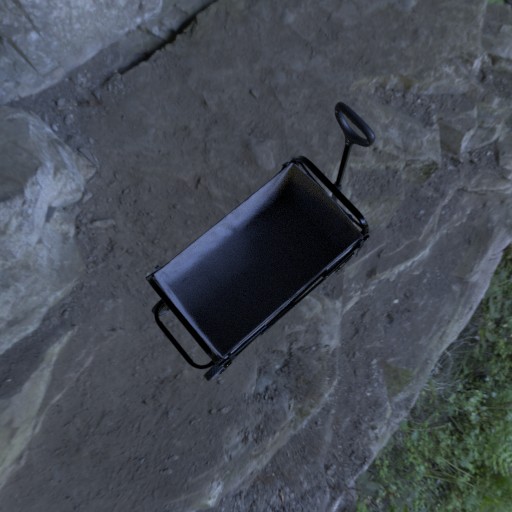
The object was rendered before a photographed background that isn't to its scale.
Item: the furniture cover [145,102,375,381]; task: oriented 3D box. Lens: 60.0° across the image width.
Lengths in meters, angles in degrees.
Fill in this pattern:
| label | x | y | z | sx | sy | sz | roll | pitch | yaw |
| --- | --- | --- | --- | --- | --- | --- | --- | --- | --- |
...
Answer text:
| label | x | y | z | sx | sy | sz | roll | pitch | yaw |
| --- | --- | --- | --- | --- | --- | --- | --- | --- | --- |
| furniture cover | 0.000 | 0.000 | 1.809 | 1.038 | 1.295 | 0.532 | -40 | 80 | -9 |
